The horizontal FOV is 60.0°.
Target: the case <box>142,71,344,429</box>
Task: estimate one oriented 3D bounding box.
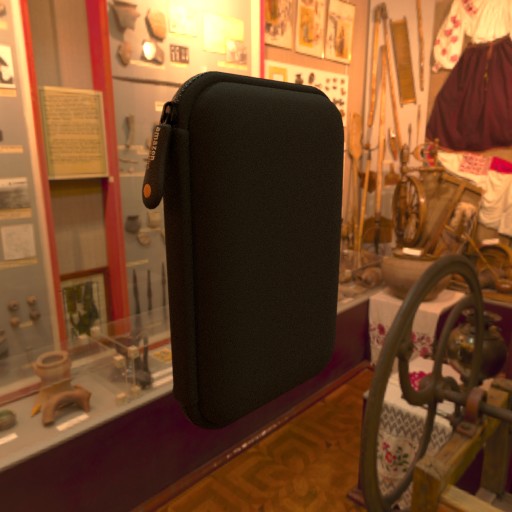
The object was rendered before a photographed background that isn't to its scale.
[{"bbox_3d":[0.000,0.000,0.196,0.107,0.147,0.030,-13,19,-43],"label":"case"}]
